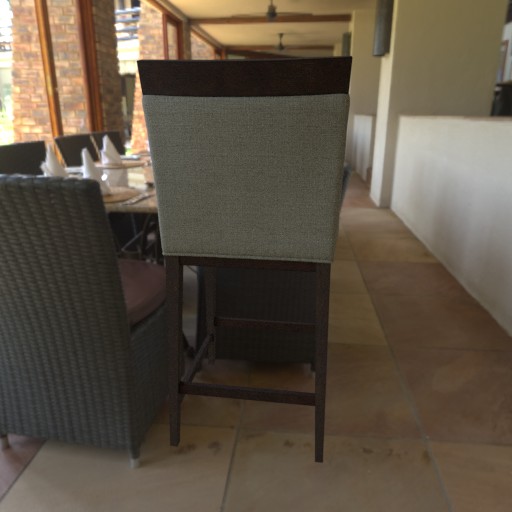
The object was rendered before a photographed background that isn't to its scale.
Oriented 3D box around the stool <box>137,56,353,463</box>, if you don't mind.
[{"bbox_3d":[0.000,0.000,1.413,0.511,1.117,0.531,3,18,8],"label":"stool"}]
